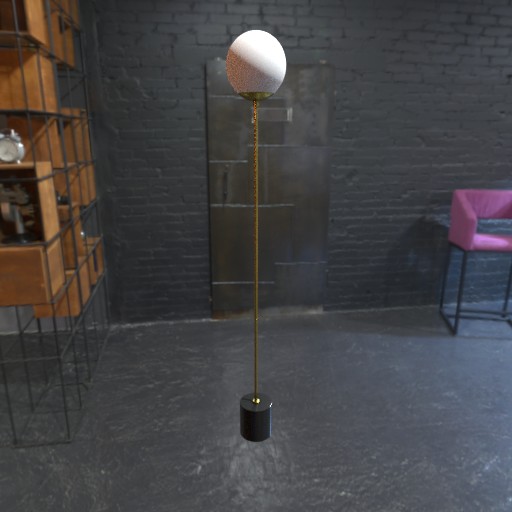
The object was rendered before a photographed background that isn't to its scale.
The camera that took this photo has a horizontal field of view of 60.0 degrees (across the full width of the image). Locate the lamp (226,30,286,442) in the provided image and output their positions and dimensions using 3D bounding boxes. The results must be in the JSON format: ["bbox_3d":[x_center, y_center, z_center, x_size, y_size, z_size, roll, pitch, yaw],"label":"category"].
[{"bbox_3d":[0.000,0.000,1.893,0.229,1.748,0.229,-2,16,-7],"label":"lamp"}]
